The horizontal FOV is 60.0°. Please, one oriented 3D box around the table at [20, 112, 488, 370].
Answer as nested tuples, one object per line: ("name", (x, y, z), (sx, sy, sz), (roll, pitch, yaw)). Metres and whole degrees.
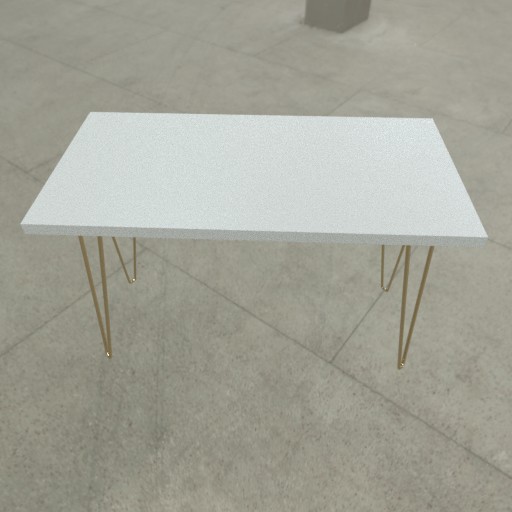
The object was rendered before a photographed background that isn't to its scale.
("table", (0.000, 0.000, 1.345), (0.991, 0.660, 0.498), (2, 46, 2))
